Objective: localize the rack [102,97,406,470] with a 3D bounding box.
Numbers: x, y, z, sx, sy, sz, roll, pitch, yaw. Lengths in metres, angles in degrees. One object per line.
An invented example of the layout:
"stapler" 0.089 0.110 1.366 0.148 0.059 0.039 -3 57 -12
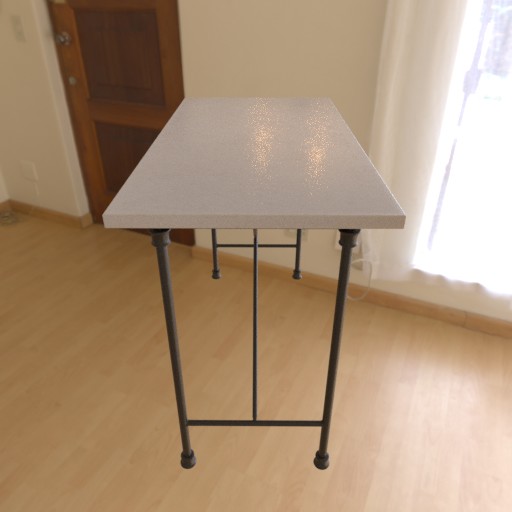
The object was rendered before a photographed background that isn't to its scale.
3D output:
"rack" 0.000 0.000 1.613 0.613 0.880 1.159 0 31 0
